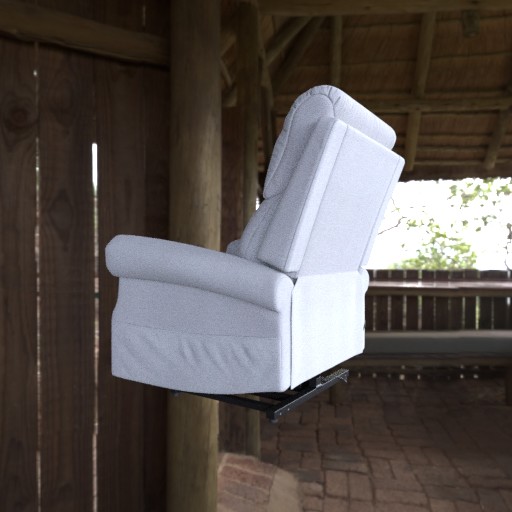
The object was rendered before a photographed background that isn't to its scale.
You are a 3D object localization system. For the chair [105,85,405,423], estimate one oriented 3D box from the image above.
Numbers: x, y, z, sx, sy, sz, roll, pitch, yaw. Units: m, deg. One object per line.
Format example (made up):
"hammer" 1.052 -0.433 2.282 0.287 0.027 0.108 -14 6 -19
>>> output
"chair" 0.000 0.000 1.758 0.979 1.031 0.871 0 1 34
